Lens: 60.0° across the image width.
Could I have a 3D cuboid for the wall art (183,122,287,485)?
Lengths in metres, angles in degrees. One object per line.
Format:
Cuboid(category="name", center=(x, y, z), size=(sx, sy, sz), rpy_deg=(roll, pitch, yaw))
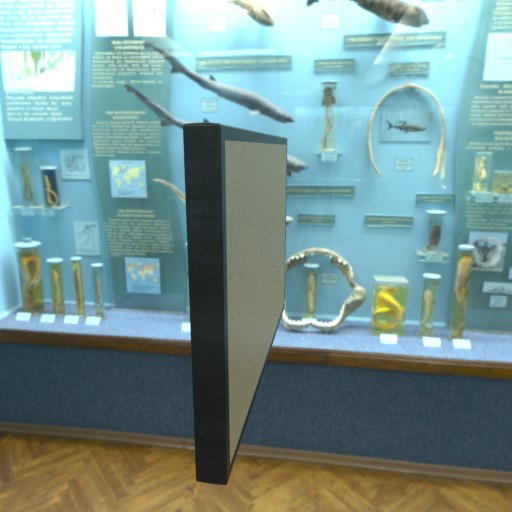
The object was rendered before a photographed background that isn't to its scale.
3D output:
Cuboid(category="wall art", center=(0.000, 0.000, 0.765), size=(0.038, 0.409, 0.610), rpy_deg=(2, 14, 10))
